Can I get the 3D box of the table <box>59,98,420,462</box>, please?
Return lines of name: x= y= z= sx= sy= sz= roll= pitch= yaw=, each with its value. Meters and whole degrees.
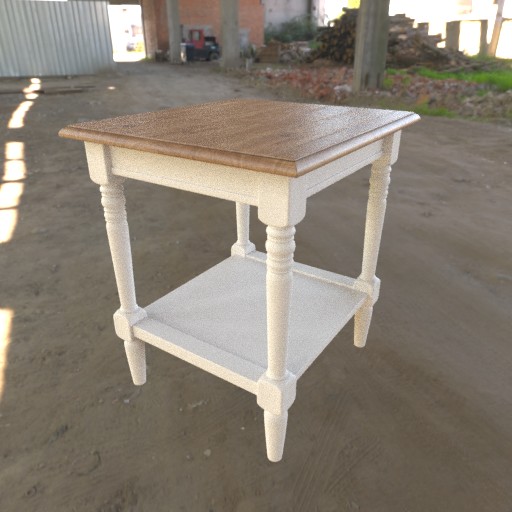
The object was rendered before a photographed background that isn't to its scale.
table: x=0.000 y=0.000 z=0.934 sx=0.457 sy=0.561 sz=0.508 roll=16 pitch=30 yaw=30
